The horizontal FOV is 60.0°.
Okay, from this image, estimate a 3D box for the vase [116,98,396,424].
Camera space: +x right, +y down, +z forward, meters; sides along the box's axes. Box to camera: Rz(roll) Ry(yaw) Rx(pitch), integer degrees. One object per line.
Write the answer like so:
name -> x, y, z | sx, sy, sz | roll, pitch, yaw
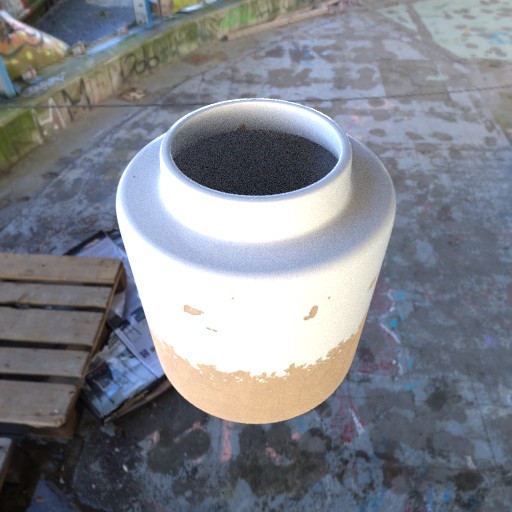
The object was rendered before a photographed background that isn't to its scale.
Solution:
vase -> 0.000, 0.000, 0.286 | 0.153, 0.167, 0.153 | 0, 46, 0
